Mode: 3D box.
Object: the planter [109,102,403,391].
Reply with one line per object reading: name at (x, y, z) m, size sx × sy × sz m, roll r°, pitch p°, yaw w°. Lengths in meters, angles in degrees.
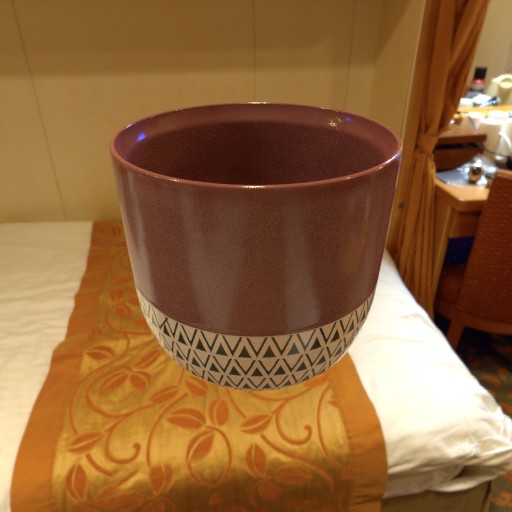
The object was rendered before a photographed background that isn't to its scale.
planter at (0.000, 0.000, 0.485) m, size 0.266 × 0.270 × 0.266 m, roll 0°, pitch 31°, yaw 0°
